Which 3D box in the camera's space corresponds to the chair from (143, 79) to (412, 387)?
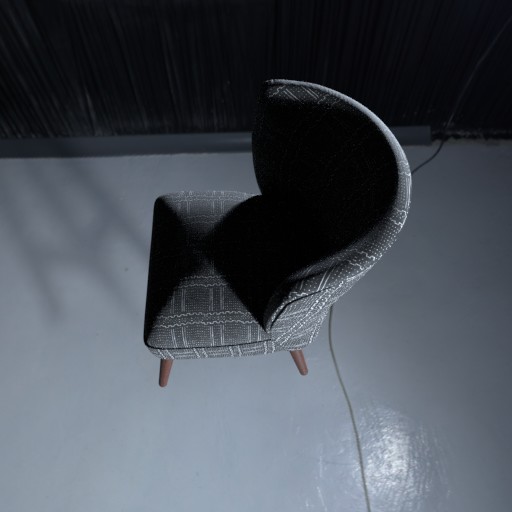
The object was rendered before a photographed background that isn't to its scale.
[{"bbox_3d":[0.000,0.000,1.443,0.758,0.866,0.710,-3,60,-2],"label":"chair"}]
